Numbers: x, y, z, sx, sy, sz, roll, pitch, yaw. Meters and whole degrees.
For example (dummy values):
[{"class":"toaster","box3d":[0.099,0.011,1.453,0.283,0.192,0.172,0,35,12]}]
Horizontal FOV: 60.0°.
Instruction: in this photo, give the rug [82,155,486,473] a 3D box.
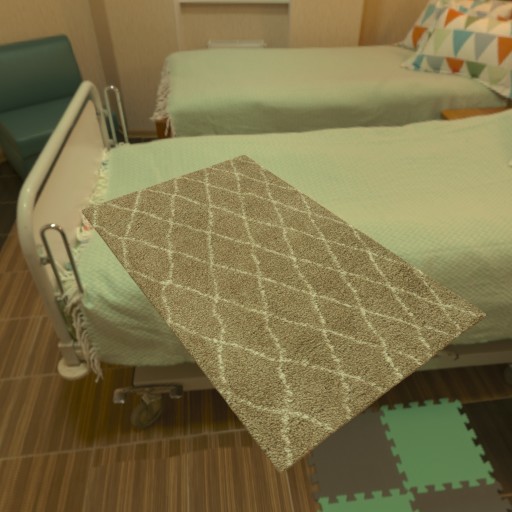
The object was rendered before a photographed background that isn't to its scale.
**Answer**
[{"class":"rug","box3d":[0.000,0.000,2.969,1.524,0.030,2.438,-25,46,-27]}]
